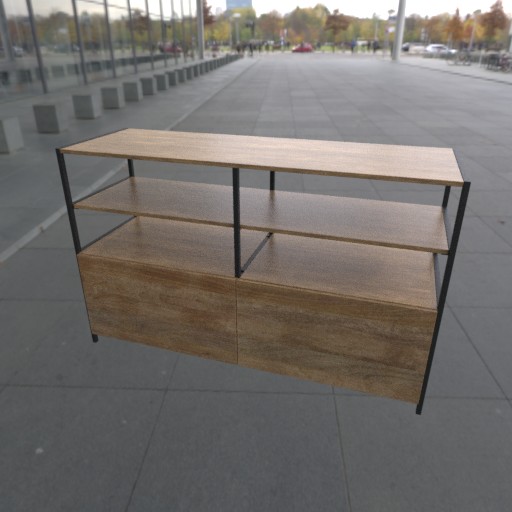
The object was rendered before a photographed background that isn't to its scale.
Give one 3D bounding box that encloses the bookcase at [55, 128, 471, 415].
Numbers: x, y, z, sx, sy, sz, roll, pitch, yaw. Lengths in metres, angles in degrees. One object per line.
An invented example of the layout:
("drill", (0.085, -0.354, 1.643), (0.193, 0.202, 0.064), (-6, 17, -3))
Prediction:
("bookcase", (0.000, 0.000, 1.479), (1.149, 0.712, 0.391), (8, 27, 16))
